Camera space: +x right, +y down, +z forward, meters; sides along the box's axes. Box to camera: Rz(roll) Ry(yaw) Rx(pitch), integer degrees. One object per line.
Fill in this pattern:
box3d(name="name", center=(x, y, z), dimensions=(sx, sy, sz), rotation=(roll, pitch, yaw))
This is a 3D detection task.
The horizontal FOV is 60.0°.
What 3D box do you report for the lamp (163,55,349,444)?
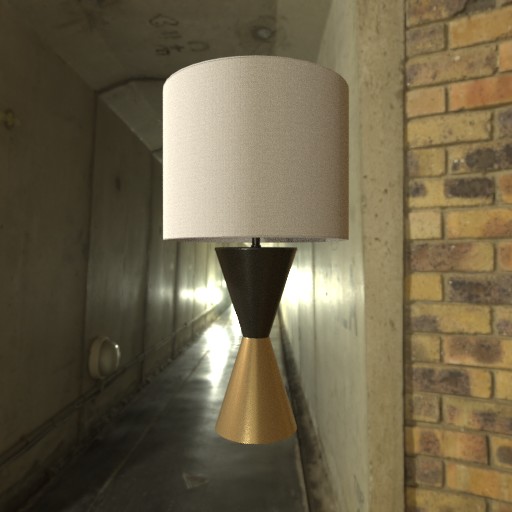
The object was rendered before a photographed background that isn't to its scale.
box3d(name="lamp", center=(0.000, 0.000, 0.742), dimensions=(0.304, 0.573, 0.304), rotation=(0, 0, -36))
